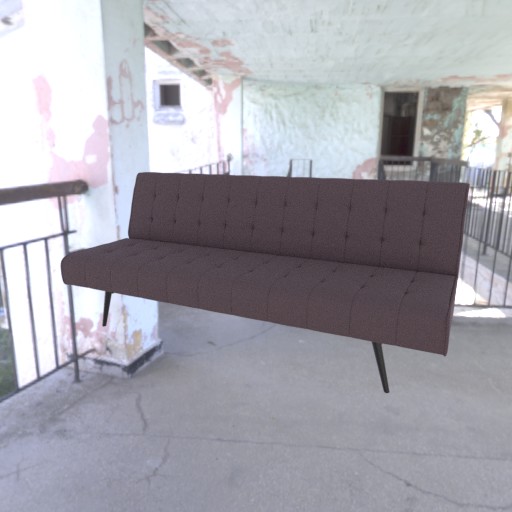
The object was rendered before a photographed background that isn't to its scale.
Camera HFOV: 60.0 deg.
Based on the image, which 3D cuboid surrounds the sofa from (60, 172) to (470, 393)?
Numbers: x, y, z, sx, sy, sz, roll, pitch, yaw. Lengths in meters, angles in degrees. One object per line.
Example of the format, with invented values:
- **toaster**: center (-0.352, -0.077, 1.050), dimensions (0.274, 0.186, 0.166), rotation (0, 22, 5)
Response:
- **sofa**: center (0.000, 0.000, 2.042), dimensions (1.703, 0.699, 0.747), rotation (7, 16, 26)
